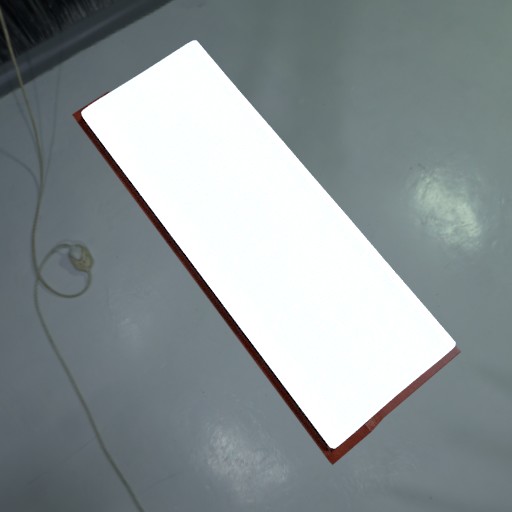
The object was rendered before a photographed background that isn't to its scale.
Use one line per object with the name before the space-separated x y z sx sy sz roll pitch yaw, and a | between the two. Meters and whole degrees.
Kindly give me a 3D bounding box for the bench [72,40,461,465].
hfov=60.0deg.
bench | 0.000 0.000 1.285 0.369 0.646 0.987 -37 79 -9
